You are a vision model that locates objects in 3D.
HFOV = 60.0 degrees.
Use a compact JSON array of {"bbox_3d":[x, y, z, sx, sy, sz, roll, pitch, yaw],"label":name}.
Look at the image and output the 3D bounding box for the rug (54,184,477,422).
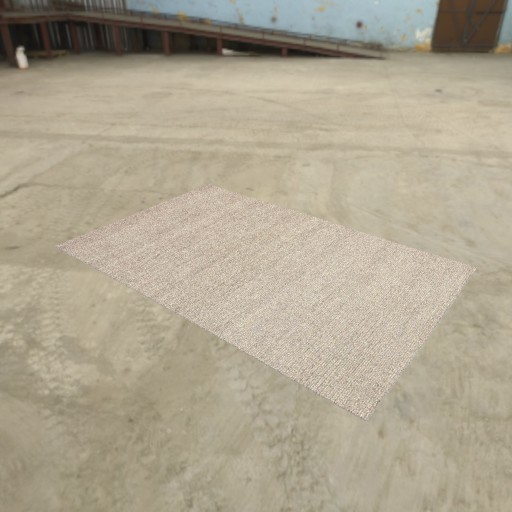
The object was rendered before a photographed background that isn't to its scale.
[{"bbox_3d":[0.000,0.000,2.214,1.792,0.021,1.154,22,36,33],"label":"rug"}]
